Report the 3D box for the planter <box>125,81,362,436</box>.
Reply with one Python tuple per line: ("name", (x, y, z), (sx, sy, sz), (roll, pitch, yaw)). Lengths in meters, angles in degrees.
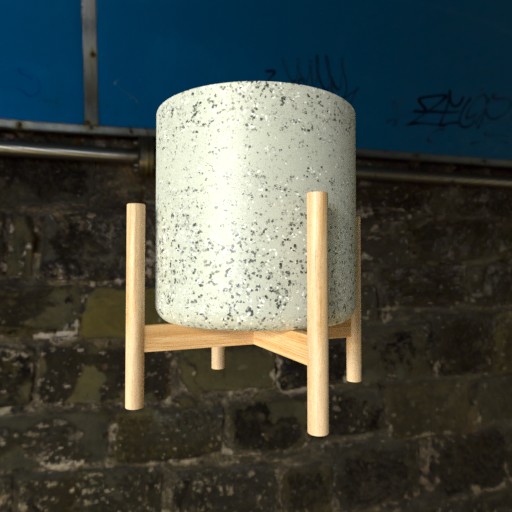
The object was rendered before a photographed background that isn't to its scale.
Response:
("planter", (0.000, 0.000, 0.686), (0.360, 0.419, 0.360), (0, -2, -1))
